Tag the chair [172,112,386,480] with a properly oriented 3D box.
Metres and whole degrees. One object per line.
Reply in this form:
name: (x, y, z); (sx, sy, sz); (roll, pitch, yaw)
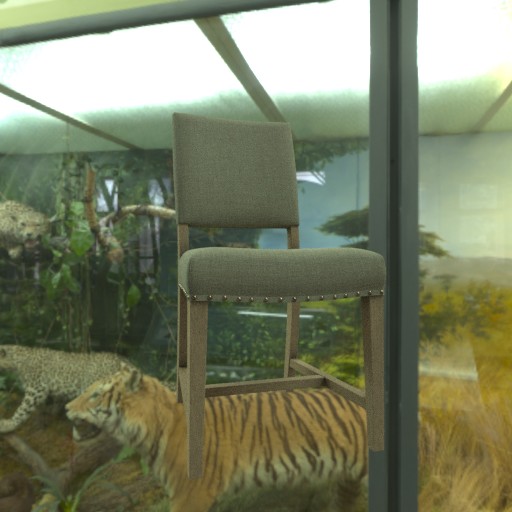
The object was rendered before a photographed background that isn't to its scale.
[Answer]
chair: (0.000, 0.000, 1.336); (0.508, 0.986, 0.622); (0, 0, -17)
